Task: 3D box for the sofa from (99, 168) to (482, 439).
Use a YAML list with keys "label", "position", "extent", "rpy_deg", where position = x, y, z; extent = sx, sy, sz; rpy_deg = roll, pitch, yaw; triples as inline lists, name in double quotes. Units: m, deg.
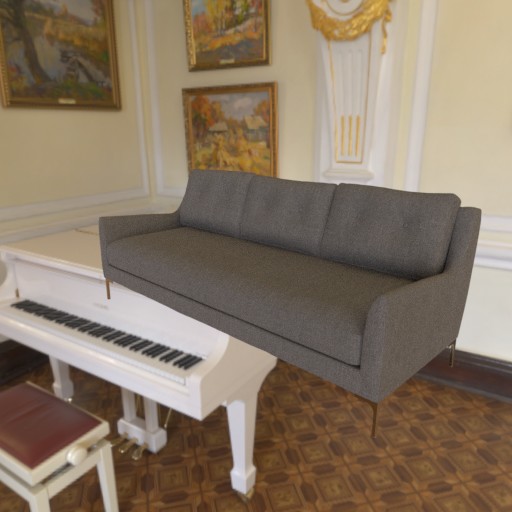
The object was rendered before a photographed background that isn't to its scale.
- label: "sofa"
  position: [0.000, 0.000, 2.476]
  extent: [2.060, 0.837, 0.849]
  rpy_deg: [15, 22, 42]
